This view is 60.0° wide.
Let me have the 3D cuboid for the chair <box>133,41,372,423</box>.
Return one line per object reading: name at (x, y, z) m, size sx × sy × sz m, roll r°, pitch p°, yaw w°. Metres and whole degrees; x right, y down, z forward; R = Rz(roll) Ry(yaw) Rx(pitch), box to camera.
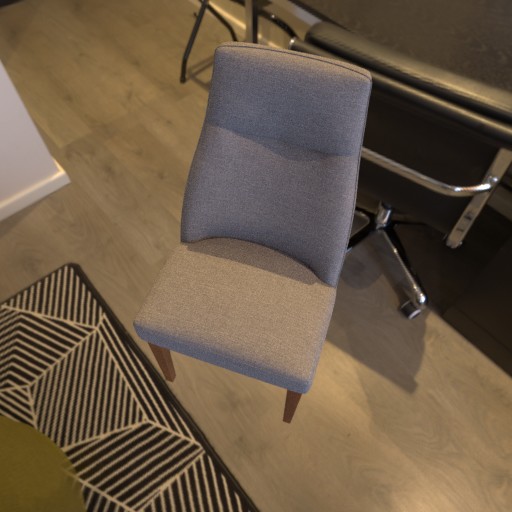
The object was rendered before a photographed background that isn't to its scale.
chair at (0.000, 0.000, 1.270) m, size 0.500 × 0.930 × 0.620 m, roll 16°, pitch 59°, yaw 10°
